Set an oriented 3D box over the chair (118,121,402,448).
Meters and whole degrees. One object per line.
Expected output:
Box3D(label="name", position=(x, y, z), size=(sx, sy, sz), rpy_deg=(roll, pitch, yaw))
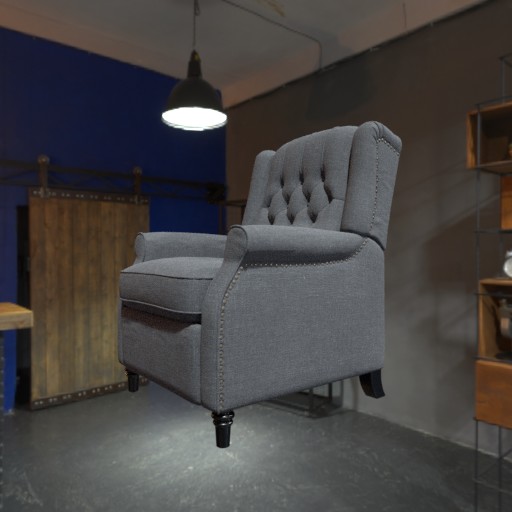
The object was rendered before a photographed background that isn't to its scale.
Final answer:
Box3D(label="chair", position=(0.000, 0.000, 1.664), size=(0.898, 1.035, 0.742), rpy_deg=(-1, 1, -38))
